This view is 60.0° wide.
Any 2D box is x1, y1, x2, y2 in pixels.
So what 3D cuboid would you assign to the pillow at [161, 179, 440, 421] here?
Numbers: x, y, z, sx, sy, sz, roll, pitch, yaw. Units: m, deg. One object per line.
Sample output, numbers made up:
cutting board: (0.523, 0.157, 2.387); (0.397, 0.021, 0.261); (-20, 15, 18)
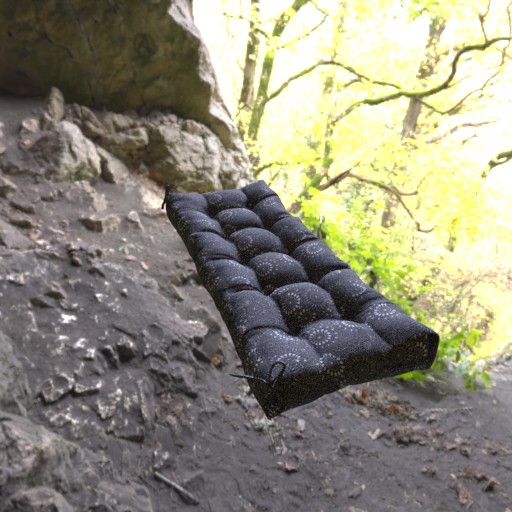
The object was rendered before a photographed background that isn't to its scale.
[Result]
pillow: (0.000, 0.000, 1.417); (0.511, 0.174, 1.194); (-11, 31, -18)
